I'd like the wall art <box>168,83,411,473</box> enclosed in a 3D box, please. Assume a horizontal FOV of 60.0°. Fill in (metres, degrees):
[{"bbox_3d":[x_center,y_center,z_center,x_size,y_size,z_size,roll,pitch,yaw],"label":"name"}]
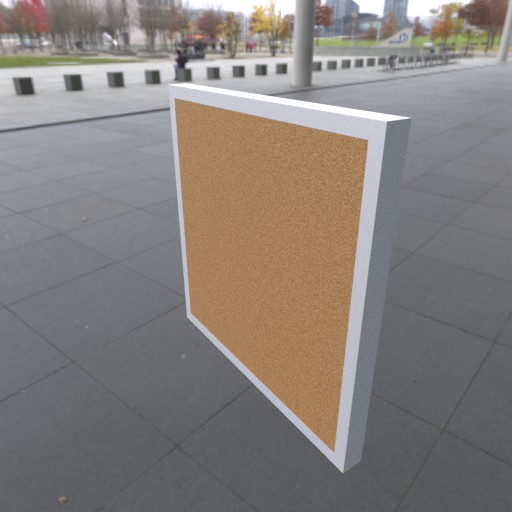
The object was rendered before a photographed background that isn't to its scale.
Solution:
[{"bbox_3d":[0.000,0.000,0.746,0.038,0.508,0.507,-17,31,-31],"label":"wall art"}]
